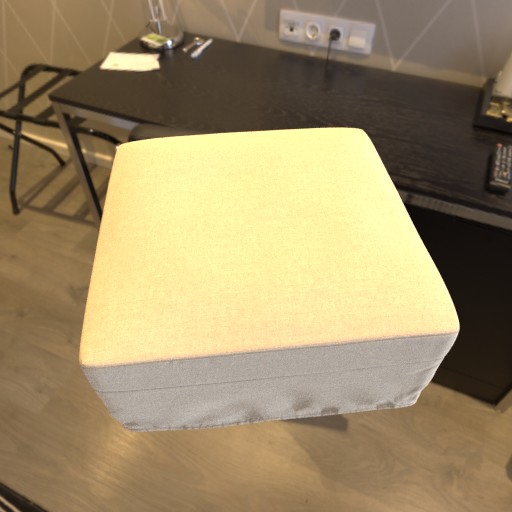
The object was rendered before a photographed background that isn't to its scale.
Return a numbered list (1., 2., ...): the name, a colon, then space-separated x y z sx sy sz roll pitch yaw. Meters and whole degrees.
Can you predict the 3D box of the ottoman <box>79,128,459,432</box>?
1. ottoman: 0.000 0.000 1.319 0.840 0.436 0.843 -4 47 -4
